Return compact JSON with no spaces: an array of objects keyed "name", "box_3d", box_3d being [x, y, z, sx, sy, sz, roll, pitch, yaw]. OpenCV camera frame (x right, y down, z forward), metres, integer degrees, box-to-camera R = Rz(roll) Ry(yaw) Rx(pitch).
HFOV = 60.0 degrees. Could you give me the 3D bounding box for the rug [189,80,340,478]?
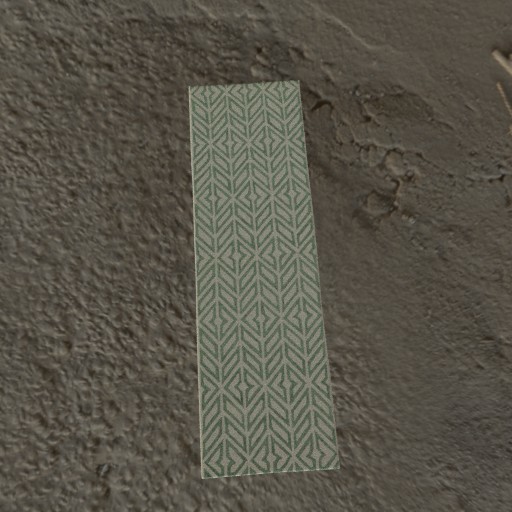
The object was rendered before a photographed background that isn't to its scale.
[{"name":"rug","box_3d":[0.000,0.000,2.702,0.750,0.009,2.435,-4,75,-1]}]
